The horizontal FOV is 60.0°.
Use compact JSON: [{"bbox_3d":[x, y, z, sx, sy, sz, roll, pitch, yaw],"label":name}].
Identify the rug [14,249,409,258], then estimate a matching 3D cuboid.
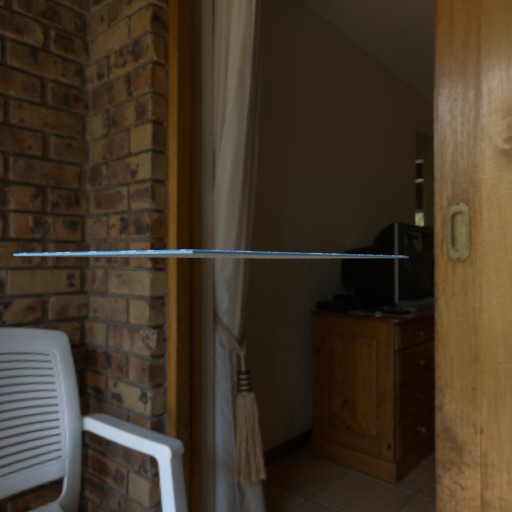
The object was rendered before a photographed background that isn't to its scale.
[{"bbox_3d":[0.000,0.000,1.410,0.604,0.007,1.219,0,-1,35],"label":"rug"}]
